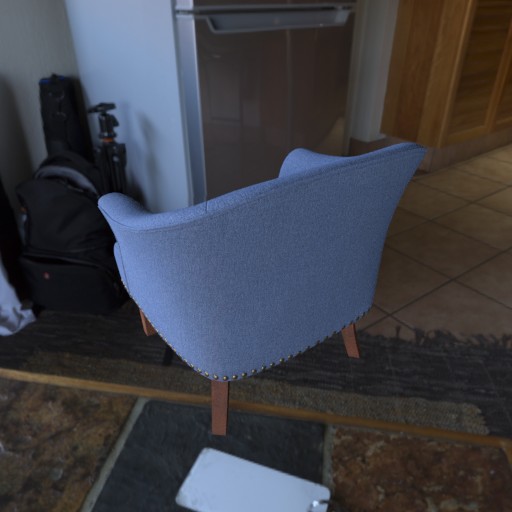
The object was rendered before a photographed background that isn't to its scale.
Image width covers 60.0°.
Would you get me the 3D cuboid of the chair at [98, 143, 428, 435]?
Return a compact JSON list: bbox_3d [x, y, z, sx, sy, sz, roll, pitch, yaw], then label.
[{"bbox_3d":[0.000,0.000,1.384,0.798,0.815,0.704,-20,37,-28],"label":"chair"}]
